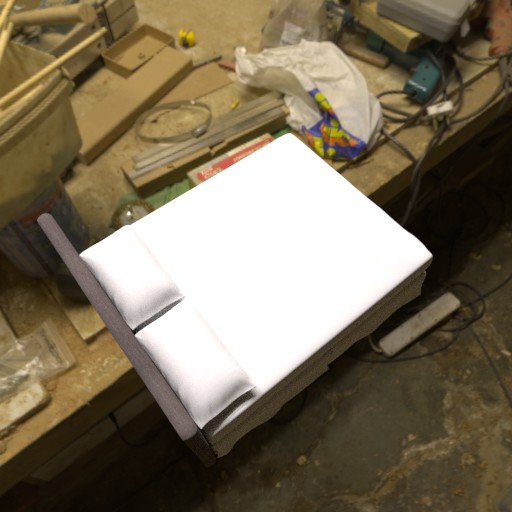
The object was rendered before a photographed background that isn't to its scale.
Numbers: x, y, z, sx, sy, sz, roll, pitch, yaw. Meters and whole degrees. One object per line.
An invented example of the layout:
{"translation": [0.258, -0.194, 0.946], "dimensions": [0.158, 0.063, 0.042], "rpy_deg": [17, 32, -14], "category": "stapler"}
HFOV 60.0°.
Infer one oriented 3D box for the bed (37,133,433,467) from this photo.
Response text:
{"translation": [0.000, 0.000, 3.943], "dimensions": [2.689, 1.457, 2.161], "rpy_deg": [-34, 65, -19], "category": "bed"}
